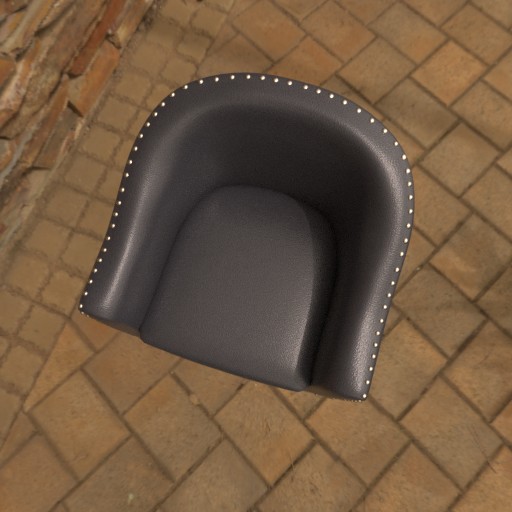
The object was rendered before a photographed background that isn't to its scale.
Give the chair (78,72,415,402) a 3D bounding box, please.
[{"bbox_3d":[0.000,0.000,1.429,0.794,0.823,0.748,17,74,5],"label":"chair"}]
